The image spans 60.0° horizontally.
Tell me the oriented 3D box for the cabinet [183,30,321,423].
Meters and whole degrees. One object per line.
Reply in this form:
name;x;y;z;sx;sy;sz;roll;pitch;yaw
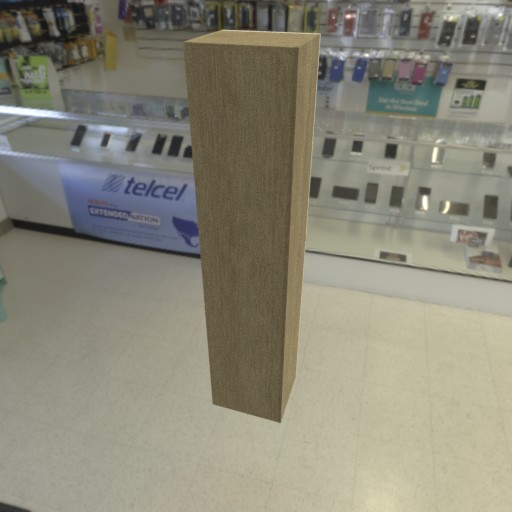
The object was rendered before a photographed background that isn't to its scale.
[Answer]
cabinet;0.000;0.000;1.572;0.300;1.400;0.270;10;34;15
